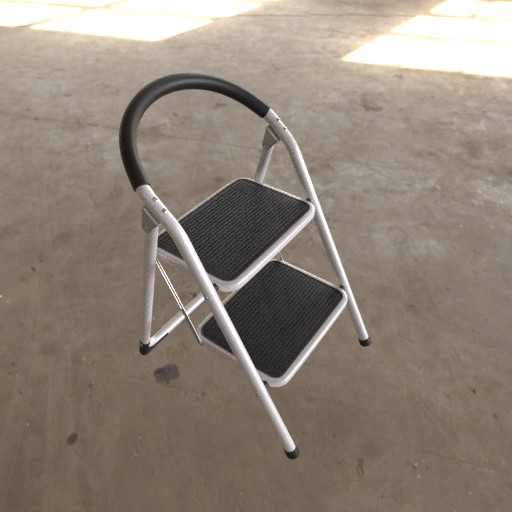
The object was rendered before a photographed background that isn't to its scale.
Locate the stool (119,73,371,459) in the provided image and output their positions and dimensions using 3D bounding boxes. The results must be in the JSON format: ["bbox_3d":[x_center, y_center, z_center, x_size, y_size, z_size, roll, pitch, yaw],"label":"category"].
[{"bbox_3d":[0.000,0.000,1.096,0.559,0.760,0.453,26,48,26],"label":"stool"}]
